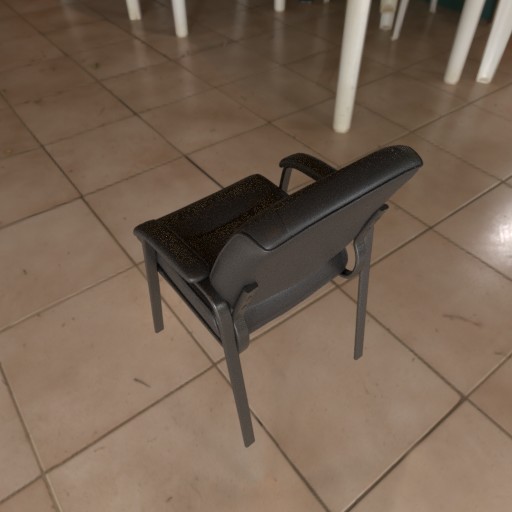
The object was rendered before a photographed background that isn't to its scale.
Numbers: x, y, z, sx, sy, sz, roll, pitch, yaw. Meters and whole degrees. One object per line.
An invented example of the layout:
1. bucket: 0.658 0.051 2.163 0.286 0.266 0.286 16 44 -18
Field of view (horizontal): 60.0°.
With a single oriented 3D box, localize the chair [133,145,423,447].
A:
1. chair: 0.000 0.000 1.337 0.591 0.910 0.668 -30 53 -26
